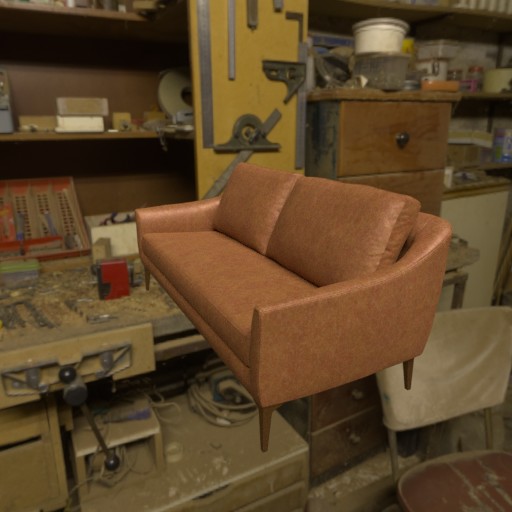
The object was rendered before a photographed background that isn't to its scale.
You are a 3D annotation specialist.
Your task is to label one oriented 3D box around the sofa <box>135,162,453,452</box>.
[{"bbox_3d":[0.000,0.000,2.605,0.981,0.945,2.036,-8,19,-25],"label":"sofa"}]
